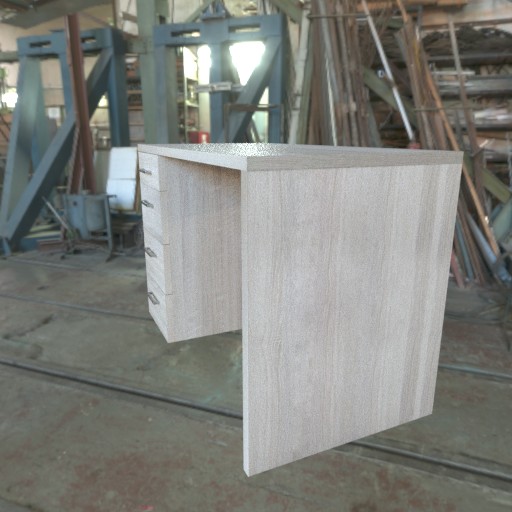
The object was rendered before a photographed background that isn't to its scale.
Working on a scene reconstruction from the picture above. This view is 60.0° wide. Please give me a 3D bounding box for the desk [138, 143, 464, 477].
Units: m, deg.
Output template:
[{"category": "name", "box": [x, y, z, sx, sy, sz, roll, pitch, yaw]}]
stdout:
[{"category": "desk", "box": [0.000, 0.000, 1.530, 0.600, 0.731, 1.100, -7, 17, -24]}]
